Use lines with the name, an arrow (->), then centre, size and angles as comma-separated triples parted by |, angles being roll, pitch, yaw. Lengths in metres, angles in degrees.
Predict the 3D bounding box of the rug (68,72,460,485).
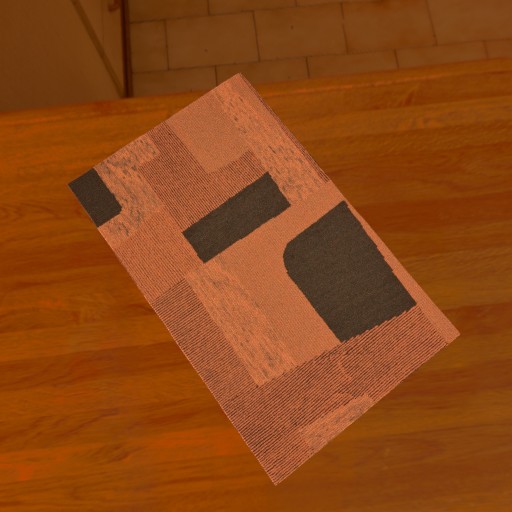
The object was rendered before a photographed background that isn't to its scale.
rug -> 0.000, 0.000, 3.013 | 1.521, 0.015, 2.436 | -36, 79, -8
